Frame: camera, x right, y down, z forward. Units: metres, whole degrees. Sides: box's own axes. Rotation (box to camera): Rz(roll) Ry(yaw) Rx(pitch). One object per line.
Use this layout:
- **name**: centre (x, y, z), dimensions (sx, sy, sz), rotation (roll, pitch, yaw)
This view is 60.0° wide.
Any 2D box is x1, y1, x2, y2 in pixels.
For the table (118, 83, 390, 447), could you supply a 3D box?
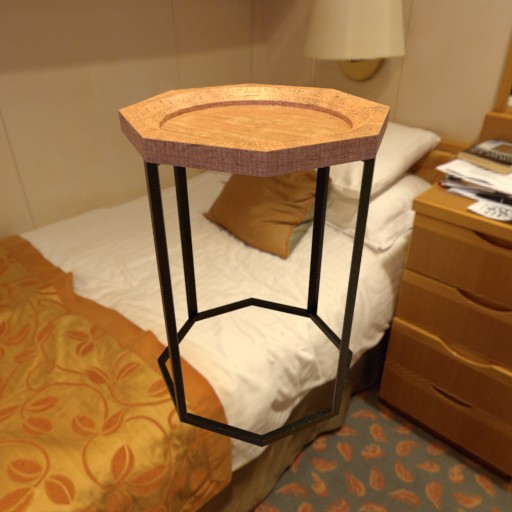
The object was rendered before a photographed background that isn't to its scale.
- **table**: centre (0.000, 0.000, 0.854), dimensions (0.437, 0.553, 0.437), rotation (-2, 31, -3)
